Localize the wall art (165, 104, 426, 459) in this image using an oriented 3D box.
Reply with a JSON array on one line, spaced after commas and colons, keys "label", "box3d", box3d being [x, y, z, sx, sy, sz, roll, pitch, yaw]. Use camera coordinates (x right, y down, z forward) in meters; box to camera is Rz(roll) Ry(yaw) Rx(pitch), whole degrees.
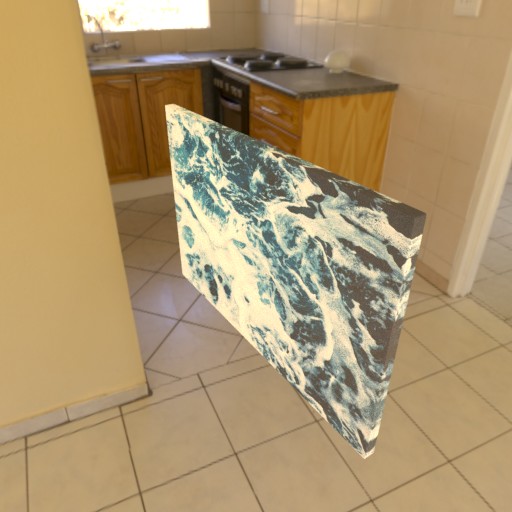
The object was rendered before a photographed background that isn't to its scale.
[{"label": "wall art", "box3d": [0.000, 0.000, 1.953, 0.055, 1.017, 1.524, -20, 37, -29]}]
